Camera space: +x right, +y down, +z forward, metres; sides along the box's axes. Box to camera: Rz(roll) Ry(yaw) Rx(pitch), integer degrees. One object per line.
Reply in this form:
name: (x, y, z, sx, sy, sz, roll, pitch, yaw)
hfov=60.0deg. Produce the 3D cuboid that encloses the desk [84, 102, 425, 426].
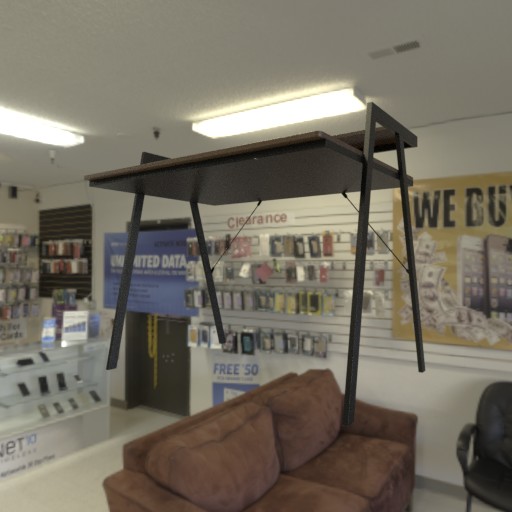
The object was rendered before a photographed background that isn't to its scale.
desk: (0.000, 0.000, 1.891, 1.143, 0.998, 0.936, 0, -1, 36)
